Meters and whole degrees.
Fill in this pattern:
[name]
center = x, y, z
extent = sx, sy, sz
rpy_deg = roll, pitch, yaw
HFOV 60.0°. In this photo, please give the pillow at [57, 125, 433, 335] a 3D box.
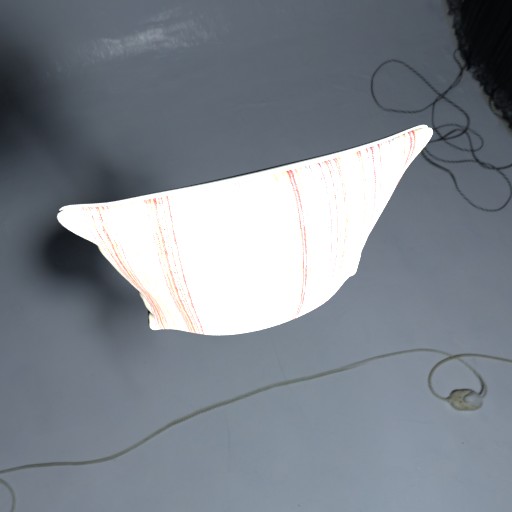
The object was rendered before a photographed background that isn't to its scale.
[pillow]
center = 0.000, 0.000, 0.705
extent = 0.451, 0.449, 0.191
rpy_deg = -15, 65, -7
